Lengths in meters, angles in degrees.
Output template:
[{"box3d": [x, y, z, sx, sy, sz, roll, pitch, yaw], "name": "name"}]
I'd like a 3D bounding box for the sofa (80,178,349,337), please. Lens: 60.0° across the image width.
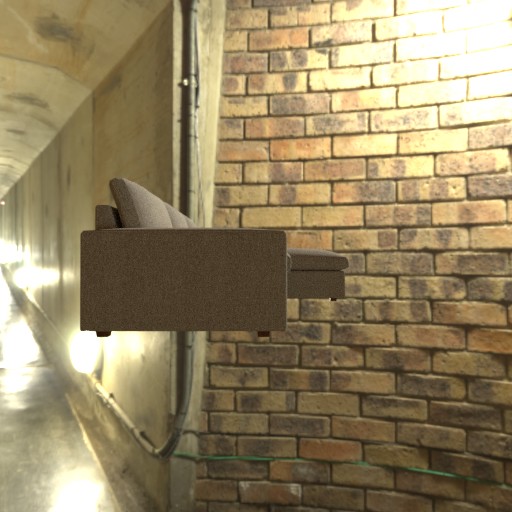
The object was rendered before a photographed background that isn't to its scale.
[{"box3d": [0.000, 0.000, 3.458, 1.689, 0.813, 2.718, 0, -1, 0], "name": "sofa"}]
